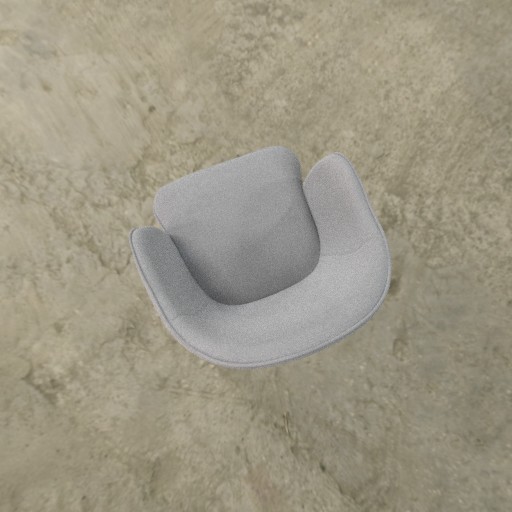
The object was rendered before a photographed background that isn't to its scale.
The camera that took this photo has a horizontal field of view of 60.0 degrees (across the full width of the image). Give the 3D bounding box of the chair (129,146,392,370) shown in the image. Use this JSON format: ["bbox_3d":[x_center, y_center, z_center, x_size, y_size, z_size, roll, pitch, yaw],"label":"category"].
[{"bbox_3d":[0.000,0.000,1.256,0.570,0.817,0.592,-22,78,-5],"label":"chair"}]
